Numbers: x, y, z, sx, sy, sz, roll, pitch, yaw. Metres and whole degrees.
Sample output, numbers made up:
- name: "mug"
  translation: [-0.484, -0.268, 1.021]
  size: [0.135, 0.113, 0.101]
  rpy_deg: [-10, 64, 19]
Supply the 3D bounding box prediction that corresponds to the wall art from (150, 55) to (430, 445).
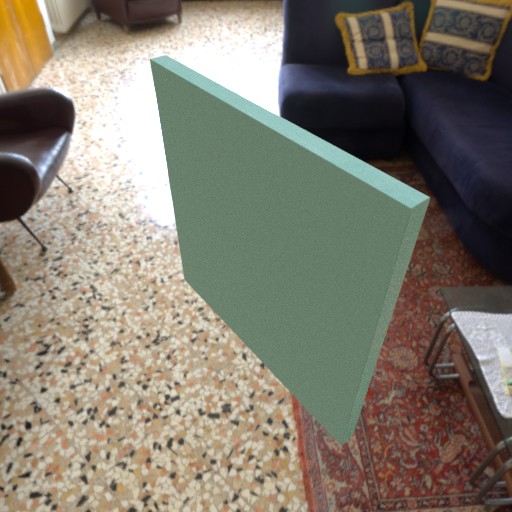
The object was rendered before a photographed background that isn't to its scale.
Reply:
- name: "wall art"
  translation: [0.000, 0.000, 0.882]
  size: [0.036, 0.603, 0.603]
  rpy_deg: [-29, 50, -27]
